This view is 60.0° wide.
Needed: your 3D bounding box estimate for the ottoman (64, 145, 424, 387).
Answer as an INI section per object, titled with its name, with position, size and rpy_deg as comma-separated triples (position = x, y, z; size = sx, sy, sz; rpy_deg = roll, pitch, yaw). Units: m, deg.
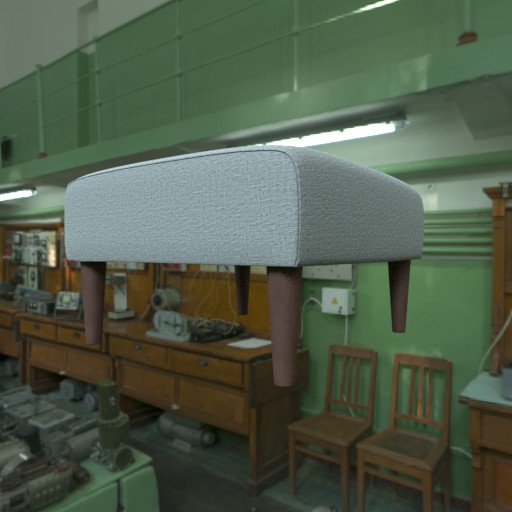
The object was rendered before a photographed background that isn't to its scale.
[ottoman]
position = 0.000, 0.000, 1.082
size = 0.649, 0.398, 0.650
rpy_deg = 1, 1, 36
